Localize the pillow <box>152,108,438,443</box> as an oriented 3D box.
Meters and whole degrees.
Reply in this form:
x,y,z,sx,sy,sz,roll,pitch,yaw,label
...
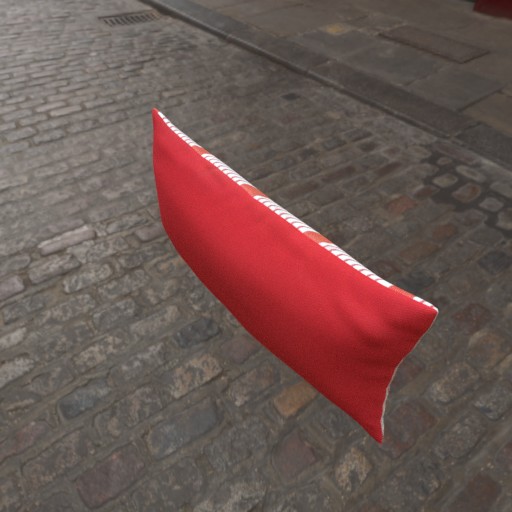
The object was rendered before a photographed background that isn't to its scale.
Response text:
x,y,z,sx,sy,sz,roll,pitch,yaw,label
0.000,0.000,0.721,0.151,0.297,0.608,-27,49,-27,pillow
